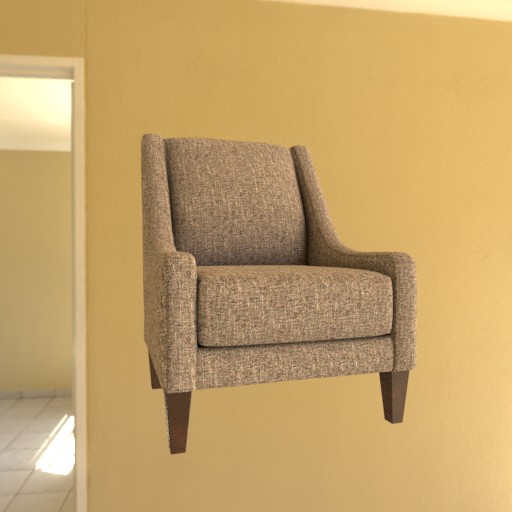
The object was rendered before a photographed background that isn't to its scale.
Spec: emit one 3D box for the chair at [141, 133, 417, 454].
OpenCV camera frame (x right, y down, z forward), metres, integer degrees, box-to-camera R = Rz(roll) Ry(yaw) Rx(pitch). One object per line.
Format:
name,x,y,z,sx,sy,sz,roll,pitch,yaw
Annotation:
chair,0.000,0.000,1.599,0.774,1.014,0.870,0,1,-18
